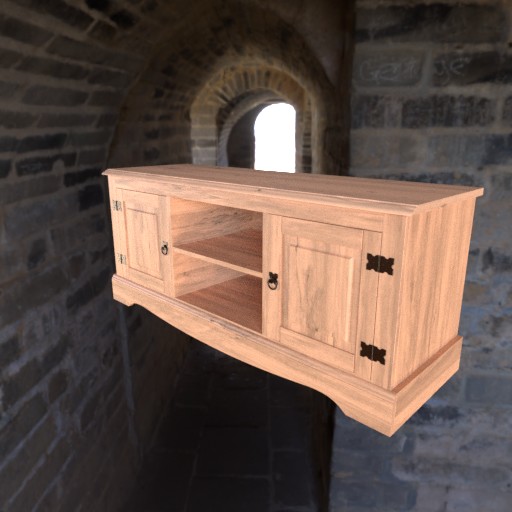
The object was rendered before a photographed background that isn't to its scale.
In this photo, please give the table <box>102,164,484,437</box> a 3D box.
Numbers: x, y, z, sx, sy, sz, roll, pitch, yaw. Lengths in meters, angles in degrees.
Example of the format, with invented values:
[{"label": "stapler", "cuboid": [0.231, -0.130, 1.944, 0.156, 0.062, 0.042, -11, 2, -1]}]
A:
[{"label": "table", "cuboid": [0.000, 0.000, 1.442, 1.200, 0.510, 0.400, 15, 21, 42]}]
